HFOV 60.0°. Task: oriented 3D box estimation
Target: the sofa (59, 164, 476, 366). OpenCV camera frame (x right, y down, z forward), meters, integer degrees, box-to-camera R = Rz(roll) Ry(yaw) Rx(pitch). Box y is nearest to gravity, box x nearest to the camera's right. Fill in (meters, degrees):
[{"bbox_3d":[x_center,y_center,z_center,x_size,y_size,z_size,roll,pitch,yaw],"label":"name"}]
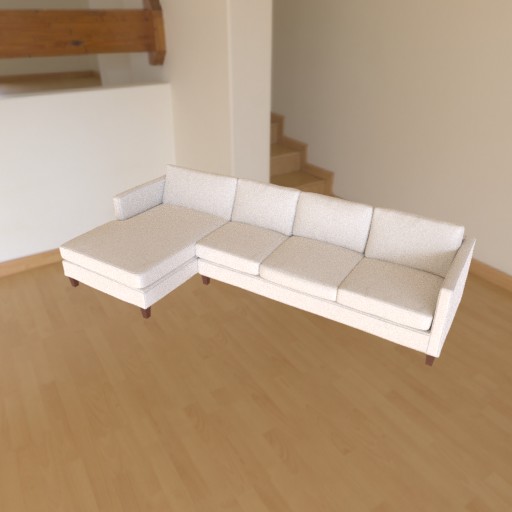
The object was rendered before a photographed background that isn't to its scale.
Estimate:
[{"bbox_3d":[0.000,0.000,3.807,3.186,0.846,1.625,17,33,28],"label":"sofa"}]
